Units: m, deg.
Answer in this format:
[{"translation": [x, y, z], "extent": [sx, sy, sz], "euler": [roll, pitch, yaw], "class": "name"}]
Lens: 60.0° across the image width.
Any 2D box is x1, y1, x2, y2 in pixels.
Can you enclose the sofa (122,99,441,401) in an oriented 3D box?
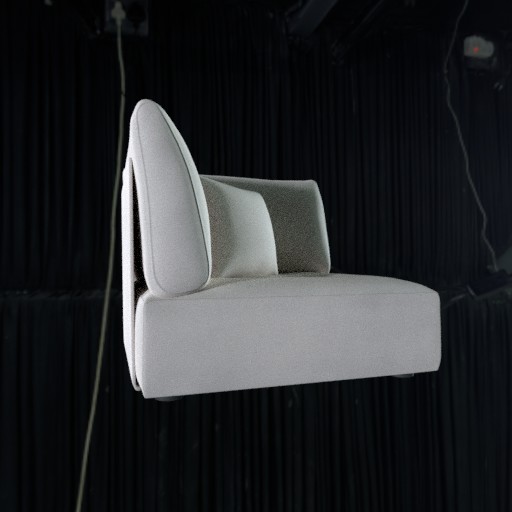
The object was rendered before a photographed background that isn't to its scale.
[{"translation": [0.000, 0.000, 1.752], "extent": [1.000, 0.820, 1.000], "euler": [0, -1, -18], "class": "sofa"}]
